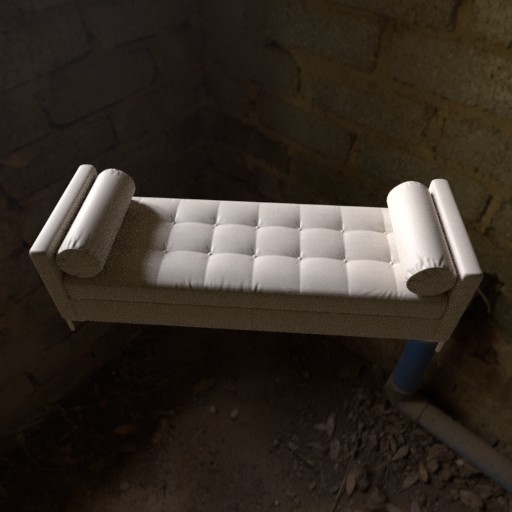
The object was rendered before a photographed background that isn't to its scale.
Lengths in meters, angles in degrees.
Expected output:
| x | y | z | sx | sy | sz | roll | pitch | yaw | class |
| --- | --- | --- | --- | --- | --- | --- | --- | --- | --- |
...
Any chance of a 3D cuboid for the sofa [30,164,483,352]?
| x | y | z | sx | sy | sz | roll | pitch | yaw | class |
| --- | --- | --- | --- | --- | --- | --- | --- | --- | --- |
| 0.000 | 0.000 | 2.360 | 1.981 | 0.635 | 0.686 | 3 | 46 | 3 | sofa |
